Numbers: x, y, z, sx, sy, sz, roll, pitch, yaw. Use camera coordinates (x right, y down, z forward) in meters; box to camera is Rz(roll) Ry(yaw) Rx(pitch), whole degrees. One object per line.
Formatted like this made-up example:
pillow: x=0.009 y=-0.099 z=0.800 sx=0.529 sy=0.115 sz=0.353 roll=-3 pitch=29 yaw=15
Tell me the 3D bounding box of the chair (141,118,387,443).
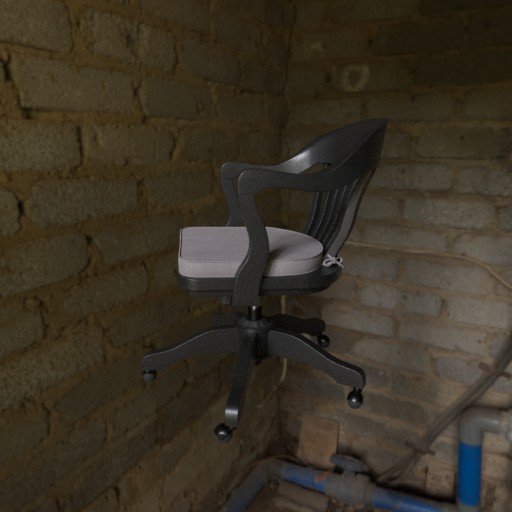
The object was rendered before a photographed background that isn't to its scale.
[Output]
chair: x=0.000 y=0.000 z=1.468 sx=0.788 sy=0.878 sz=0.750 roll=-2 pitch=14 yaw=-8
